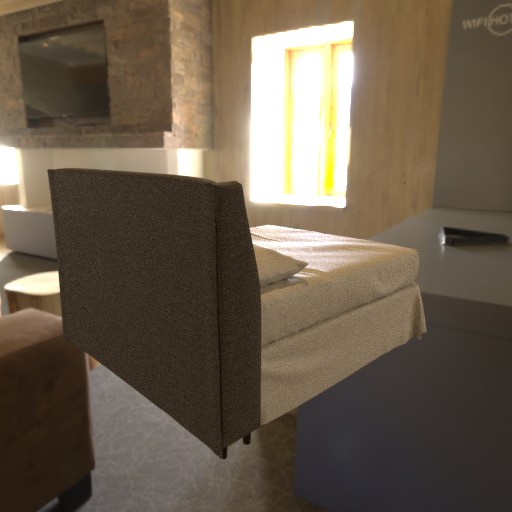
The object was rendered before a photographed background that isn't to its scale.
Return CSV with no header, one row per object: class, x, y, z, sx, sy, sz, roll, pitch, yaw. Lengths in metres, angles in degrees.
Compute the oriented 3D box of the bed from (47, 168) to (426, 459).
bed,0.000,0.000,3.342,2.276,1.332,1.925,-13,18,-42
